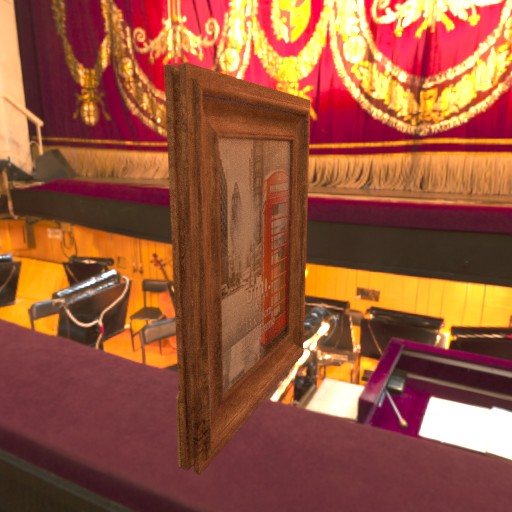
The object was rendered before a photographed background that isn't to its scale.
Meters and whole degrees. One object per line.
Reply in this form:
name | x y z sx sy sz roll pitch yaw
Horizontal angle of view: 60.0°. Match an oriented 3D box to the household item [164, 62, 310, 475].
household item | 0.000 0.000 0.329 0.018 0.237 0.186 6 15 25
